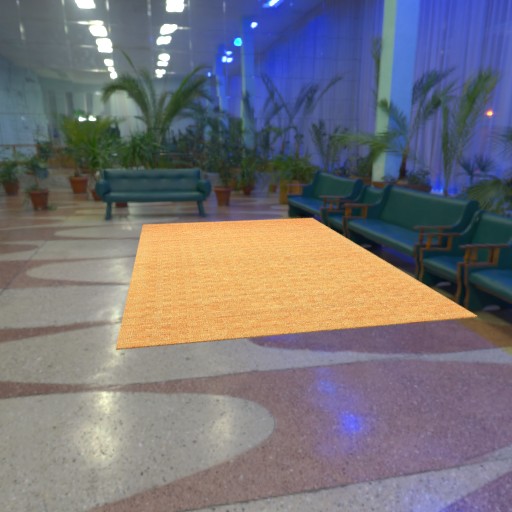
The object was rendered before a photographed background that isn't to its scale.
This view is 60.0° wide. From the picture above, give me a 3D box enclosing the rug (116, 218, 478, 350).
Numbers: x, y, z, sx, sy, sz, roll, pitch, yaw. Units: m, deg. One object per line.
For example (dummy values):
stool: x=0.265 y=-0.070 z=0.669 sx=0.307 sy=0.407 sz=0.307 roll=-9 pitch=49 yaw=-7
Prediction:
rug: x=0.000 y=0.000 z=2.876 sx=1.524 sy=0.006 sz=2.285 roll=-3 pitch=16 yaw=-11
